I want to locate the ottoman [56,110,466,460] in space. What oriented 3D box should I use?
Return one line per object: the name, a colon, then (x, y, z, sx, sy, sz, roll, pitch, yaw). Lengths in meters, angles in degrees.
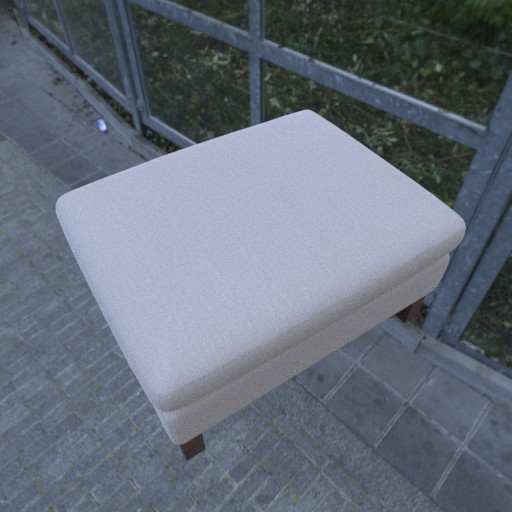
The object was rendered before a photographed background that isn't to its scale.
ottoman: (0.000, 0.000, 1.109, 0.771, 0.420, 0.606, -25, 52, -21)
